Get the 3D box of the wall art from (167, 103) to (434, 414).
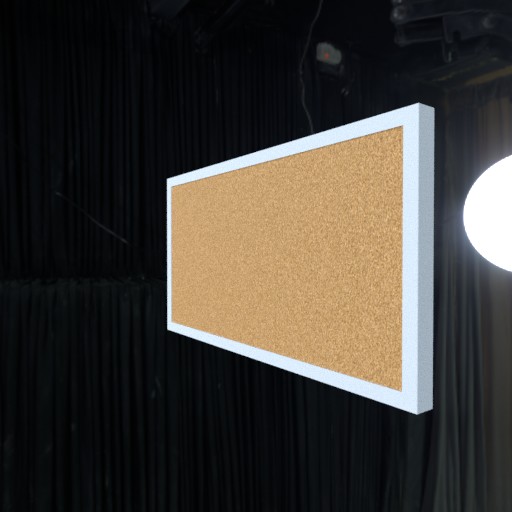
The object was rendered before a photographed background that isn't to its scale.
[{"bbox_3d":[0.000,0.000,0.951,0.038,0.431,0.812,-1,1,-36],"label":"wall art"}]
